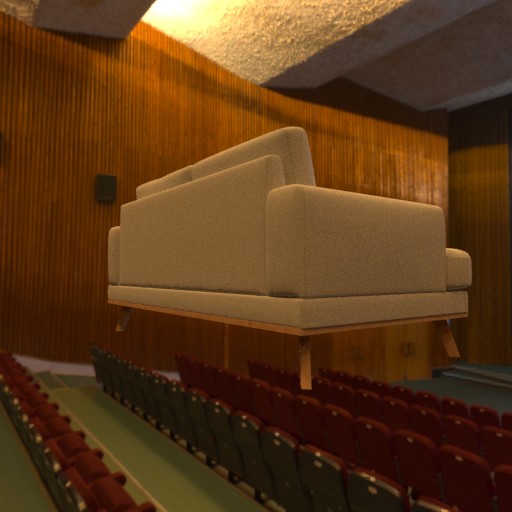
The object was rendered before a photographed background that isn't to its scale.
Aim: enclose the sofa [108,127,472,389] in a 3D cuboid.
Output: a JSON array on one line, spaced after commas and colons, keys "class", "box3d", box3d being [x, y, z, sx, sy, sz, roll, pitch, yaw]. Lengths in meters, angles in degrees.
[{"class": "sofa", "box3d": [0.000, 0.000, 2.114, 0.915, 0.810, 1.651, 2, -3, -37]}]
